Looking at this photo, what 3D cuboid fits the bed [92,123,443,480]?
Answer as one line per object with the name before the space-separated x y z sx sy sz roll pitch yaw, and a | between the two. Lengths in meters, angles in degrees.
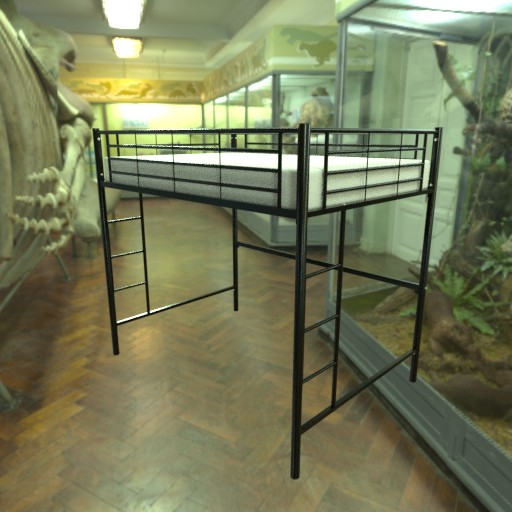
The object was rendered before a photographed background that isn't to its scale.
bed | 0.000 0.000 3.246 1.397 1.803 1.994 -15 21 -43
